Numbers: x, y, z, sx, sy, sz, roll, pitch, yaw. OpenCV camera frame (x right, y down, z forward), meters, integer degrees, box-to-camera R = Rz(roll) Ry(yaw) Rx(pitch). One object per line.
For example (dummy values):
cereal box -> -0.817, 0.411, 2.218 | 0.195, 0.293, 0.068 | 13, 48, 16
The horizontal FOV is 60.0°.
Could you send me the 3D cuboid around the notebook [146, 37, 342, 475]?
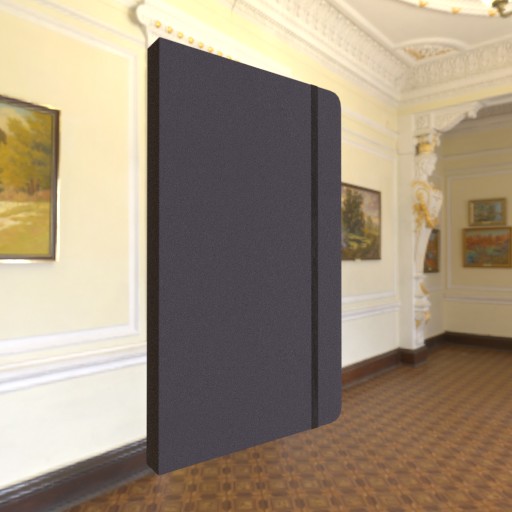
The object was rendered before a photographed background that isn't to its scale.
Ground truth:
notebook -> 0.000, 0.000, 0.257 | 0.127, 0.213, 0.016 | 0, -1, -36
